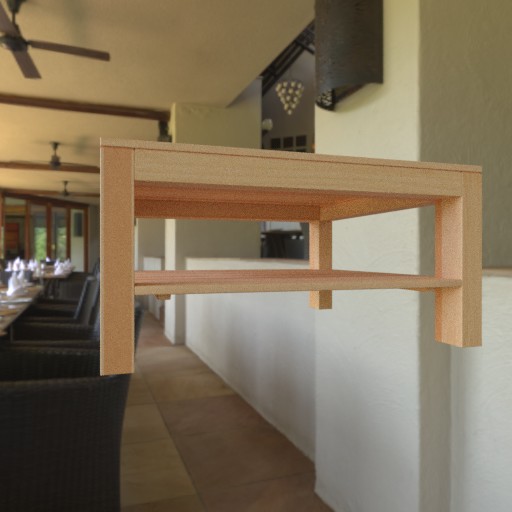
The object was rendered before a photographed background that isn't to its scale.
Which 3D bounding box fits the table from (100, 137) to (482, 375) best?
[{"bbox_3d":[0.000,0.000,1.400,0.900,0.450,0.900,0,0,-18],"label":"table"}]
